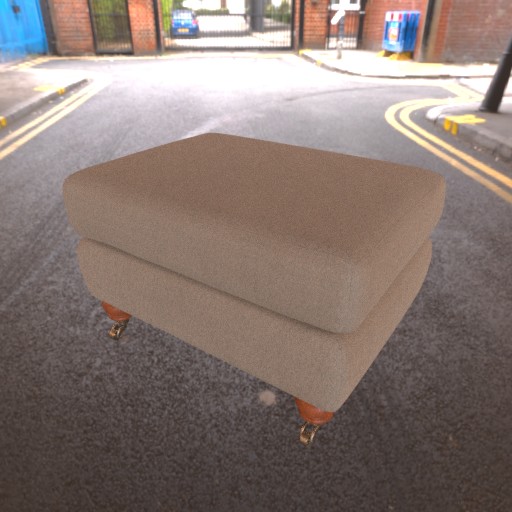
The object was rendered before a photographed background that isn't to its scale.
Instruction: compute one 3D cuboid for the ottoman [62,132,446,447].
[{"bbox_3d":[0.000,0.000,1.146,0.773,0.504,0.569,18,34,30],"label":"ottoman"}]
